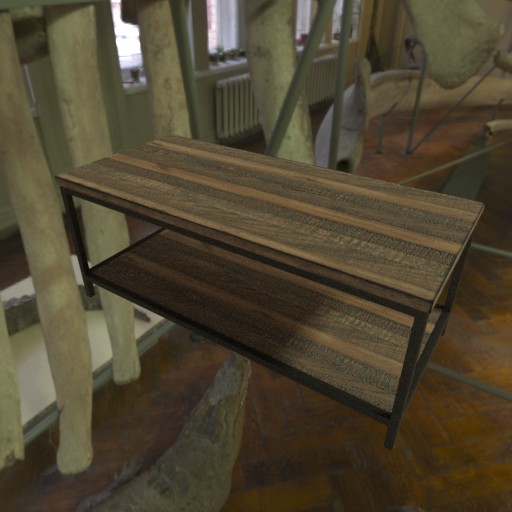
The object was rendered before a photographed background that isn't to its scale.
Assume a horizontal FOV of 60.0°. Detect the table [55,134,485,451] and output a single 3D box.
[{"bbox_3d":[0.000,0.000,1.215,0.990,0.399,0.452,19,37,28],"label":"table"}]
